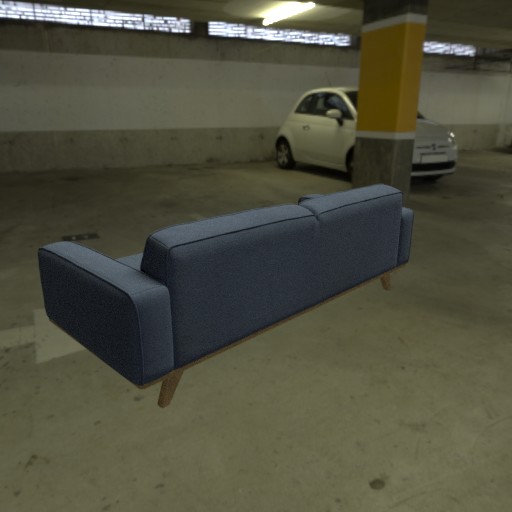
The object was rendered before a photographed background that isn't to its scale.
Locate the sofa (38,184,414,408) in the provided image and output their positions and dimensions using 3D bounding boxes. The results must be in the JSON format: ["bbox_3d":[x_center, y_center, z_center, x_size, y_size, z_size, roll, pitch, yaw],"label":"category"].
[{"bbox_3d":[0.000,0.000,2.752,2.270,0.782,0.953,-17,24,-42],"label":"sofa"}]
